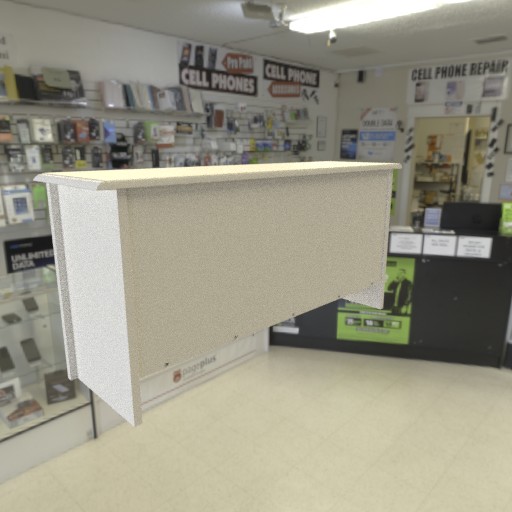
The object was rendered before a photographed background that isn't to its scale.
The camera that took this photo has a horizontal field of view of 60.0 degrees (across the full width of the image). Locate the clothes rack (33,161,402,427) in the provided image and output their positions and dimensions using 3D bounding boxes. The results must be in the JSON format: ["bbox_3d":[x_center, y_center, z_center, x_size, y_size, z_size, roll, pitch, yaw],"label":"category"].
[{"bbox_3d":[0.000,0.000,1.351,1.120,0.531,0.324,-13,19,-43],"label":"clothes rack"}]
